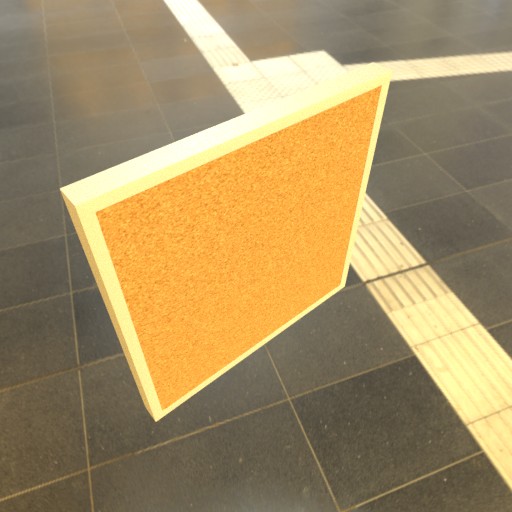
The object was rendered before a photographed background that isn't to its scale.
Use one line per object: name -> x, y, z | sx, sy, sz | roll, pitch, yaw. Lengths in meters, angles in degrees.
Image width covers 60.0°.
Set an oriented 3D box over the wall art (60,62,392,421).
wall art -> 0.000, 0.000, 0.750 | 0.506, 0.505, 0.038 | -31, 53, -26
